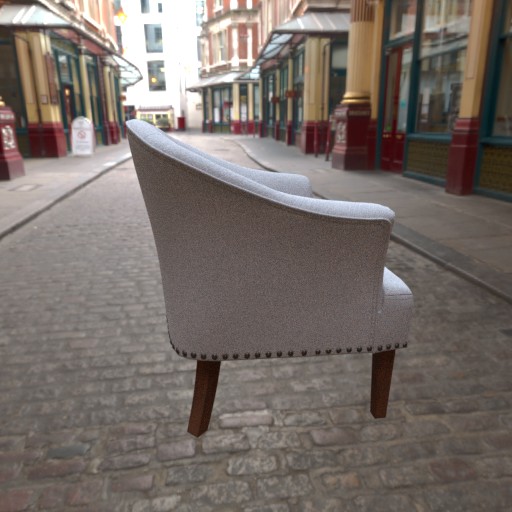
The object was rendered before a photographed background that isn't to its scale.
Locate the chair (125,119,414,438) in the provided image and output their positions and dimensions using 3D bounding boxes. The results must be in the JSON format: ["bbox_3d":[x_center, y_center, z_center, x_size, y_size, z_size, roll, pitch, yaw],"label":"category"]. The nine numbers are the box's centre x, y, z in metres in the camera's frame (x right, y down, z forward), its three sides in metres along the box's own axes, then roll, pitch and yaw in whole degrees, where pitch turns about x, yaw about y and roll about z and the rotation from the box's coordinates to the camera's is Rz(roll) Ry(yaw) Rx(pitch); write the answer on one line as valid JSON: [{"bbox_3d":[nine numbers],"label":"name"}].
[{"bbox_3d":[0.000,0.000,1.386,0.704,0.815,0.798,-3,17,-9],"label":"chair"}]
